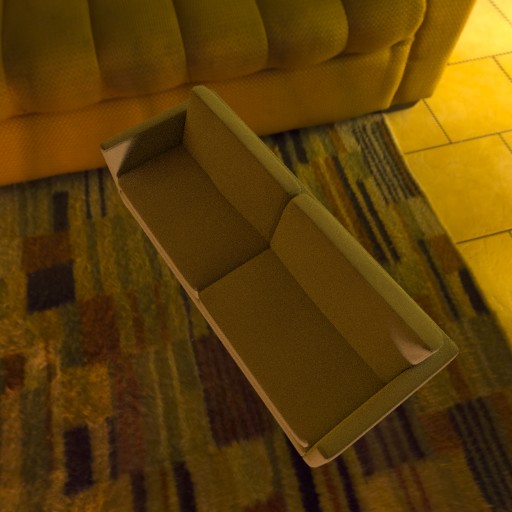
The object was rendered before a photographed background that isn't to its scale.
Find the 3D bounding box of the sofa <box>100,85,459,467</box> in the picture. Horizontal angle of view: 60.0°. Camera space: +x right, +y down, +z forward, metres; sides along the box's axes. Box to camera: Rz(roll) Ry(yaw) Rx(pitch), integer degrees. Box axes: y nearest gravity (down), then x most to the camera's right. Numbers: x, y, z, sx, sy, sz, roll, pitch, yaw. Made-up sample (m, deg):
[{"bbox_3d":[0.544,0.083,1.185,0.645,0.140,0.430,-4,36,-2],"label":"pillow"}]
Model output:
[{"bbox_3d":[0.000,0.000,2.898,0.948,0.965,2.434,-32,67,-16],"label":"sofa"}]
